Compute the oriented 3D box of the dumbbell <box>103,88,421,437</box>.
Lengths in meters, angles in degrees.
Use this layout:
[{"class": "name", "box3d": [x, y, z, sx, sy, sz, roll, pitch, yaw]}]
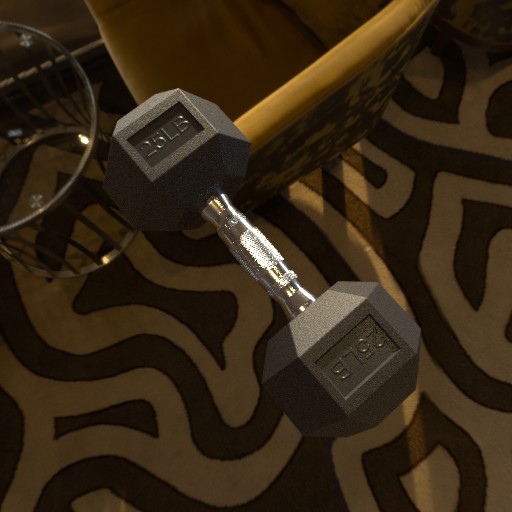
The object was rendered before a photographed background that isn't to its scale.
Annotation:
[{"class": "dumbbell", "box3d": [0.000, 0.000, 0.380, 0.129, 0.113, 0.315, -39, 80, -8]}]
